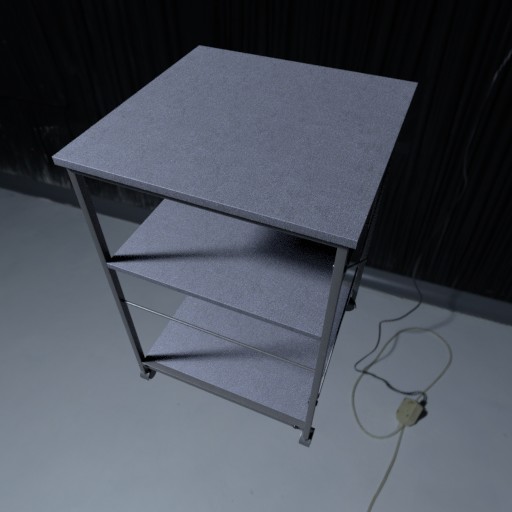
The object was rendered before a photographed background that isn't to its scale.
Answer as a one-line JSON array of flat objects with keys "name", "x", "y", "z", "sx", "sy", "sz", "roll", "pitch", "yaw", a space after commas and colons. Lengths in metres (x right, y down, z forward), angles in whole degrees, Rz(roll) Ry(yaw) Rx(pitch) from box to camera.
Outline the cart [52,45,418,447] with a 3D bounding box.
[{"name": "cart", "x": 0.000, "y": 0.000, "z": 1.109, "sx": 0.520, "sy": 0.762, "sz": 0.521, "roll": 17, "pitch": 48, "yaw": 16}]
